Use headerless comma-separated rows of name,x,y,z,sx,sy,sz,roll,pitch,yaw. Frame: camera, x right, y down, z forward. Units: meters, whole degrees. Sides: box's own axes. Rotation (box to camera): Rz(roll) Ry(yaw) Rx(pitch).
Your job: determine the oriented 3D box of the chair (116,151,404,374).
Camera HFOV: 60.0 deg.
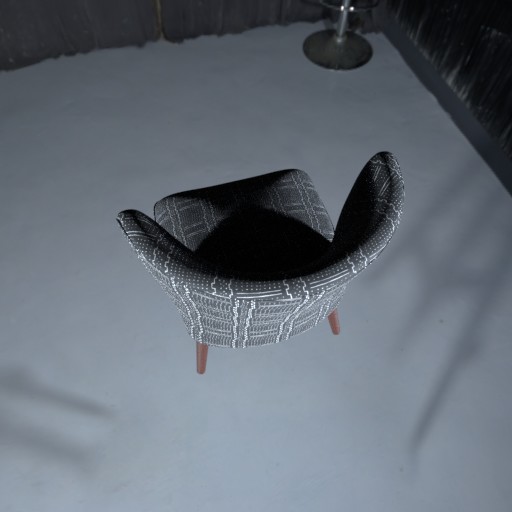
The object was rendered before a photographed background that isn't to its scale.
chair,0.000,0.000,1.435,0.710,0.866,0.758,-14,58,-9
